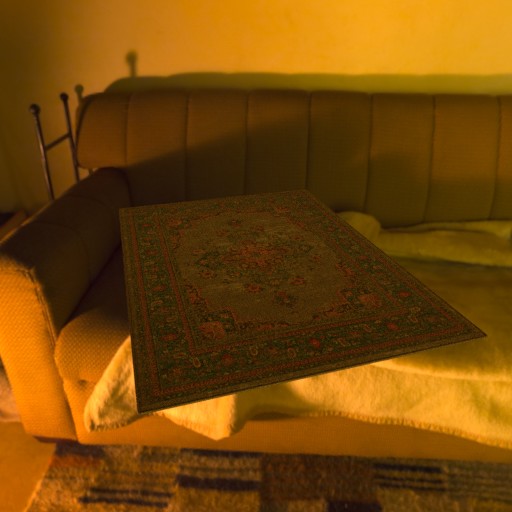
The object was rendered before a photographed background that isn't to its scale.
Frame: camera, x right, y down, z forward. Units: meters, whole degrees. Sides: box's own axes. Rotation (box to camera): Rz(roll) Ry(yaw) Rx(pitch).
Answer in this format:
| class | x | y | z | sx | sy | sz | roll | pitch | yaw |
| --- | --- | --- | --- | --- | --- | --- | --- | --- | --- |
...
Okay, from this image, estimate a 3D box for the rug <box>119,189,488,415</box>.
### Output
| class | x | y | z | sx | sy | sz | roll | pitch | yaw |
| --- | --- | --- | --- | --- | --- | --- | --- | --- | --- |
| rug | 0.000 | 0.000 | 2.808 | 1.609 | 0.013 | 2.214 | -8 | 28 | -15 |
